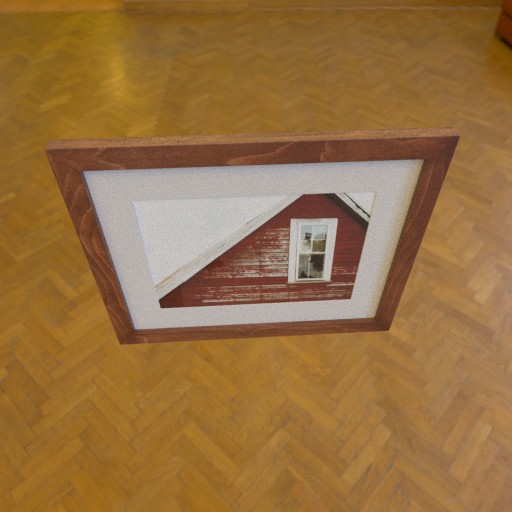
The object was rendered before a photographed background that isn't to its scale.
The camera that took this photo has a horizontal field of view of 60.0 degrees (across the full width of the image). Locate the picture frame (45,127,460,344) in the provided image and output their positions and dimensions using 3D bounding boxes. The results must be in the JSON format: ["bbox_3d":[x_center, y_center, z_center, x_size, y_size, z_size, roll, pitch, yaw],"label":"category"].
[{"bbox_3d":[0.000,0.000,0.766,0.559,0.457,0.025,-3,45,-2],"label":"picture frame"}]
